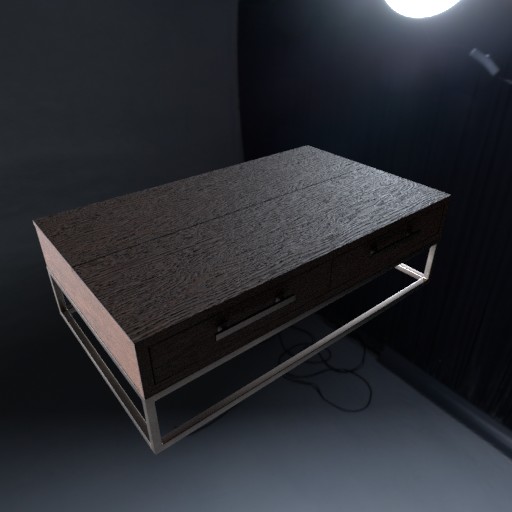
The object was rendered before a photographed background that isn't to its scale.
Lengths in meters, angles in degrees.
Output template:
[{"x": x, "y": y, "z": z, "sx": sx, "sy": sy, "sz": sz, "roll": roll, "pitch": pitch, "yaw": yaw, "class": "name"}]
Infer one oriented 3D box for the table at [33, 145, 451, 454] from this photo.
[{"x": 0.000, "y": 0.000, "z": 1.515, "sx": 1.167, "sy": 0.361, "sz": 0.719, "roll": -23, "pitch": 38, "yaw": -32, "class": "table"}]
